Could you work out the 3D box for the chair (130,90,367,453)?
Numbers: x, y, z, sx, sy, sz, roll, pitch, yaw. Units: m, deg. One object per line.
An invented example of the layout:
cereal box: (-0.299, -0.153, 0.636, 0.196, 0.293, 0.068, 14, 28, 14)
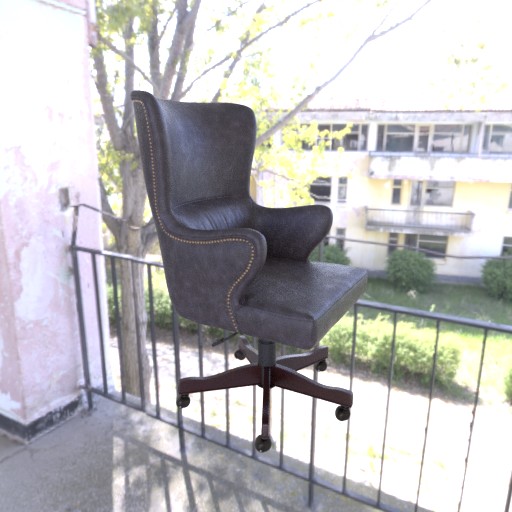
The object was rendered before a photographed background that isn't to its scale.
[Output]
chair: (0.000, 0.000, 1.495, 0.717, 1.037, 0.594, 8, 16, 28)
